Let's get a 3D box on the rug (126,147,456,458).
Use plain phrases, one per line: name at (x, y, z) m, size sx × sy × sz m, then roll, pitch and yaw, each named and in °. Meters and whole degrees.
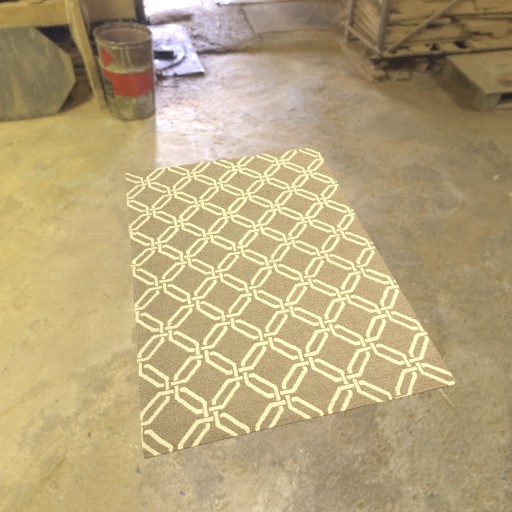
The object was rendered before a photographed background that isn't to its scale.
rug at (0.000, 0.000, 4.427) m, size 2.441 × 0.020 × 3.419 m, roll -10°, pitch 48°, yaw -9°
